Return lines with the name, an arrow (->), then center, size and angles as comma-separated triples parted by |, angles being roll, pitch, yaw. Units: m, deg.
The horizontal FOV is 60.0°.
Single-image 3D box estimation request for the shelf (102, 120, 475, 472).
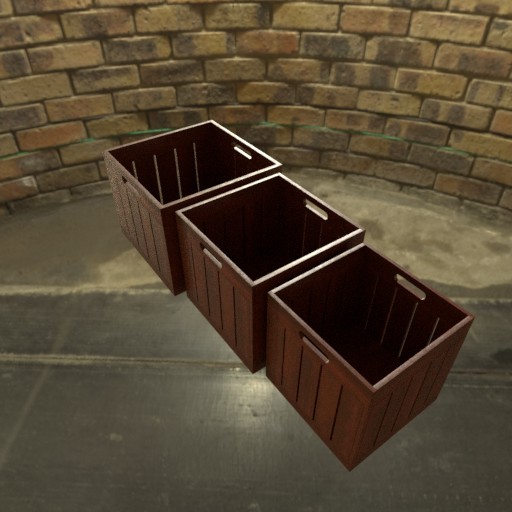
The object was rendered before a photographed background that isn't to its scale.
shelf -> 0.000, 0.000, 1.218 | 0.393, 0.311, 1.064 | -25, 46, -27
